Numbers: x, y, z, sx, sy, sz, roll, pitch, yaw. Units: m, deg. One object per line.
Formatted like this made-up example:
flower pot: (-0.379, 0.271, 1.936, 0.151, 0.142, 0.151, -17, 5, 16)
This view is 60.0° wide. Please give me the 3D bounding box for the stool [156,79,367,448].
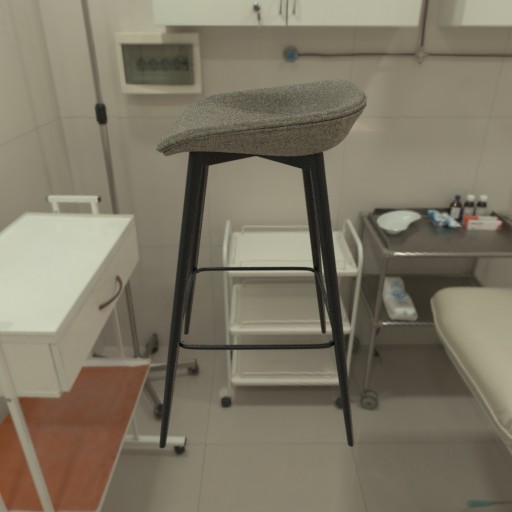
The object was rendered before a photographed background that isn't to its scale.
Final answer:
stool: (0.000, 0.000, 1.108, 0.480, 0.814, 0.469, 0, 27, -1)
